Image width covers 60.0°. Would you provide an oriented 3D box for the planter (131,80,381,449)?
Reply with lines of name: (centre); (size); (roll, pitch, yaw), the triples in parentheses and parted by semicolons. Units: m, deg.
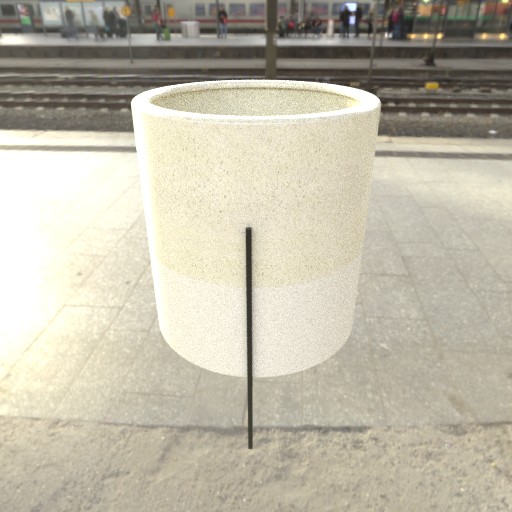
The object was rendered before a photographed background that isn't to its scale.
planter: (0.000, 0.000, 0.699); (0.324, 0.483, 0.333); (1, 28, 3)
